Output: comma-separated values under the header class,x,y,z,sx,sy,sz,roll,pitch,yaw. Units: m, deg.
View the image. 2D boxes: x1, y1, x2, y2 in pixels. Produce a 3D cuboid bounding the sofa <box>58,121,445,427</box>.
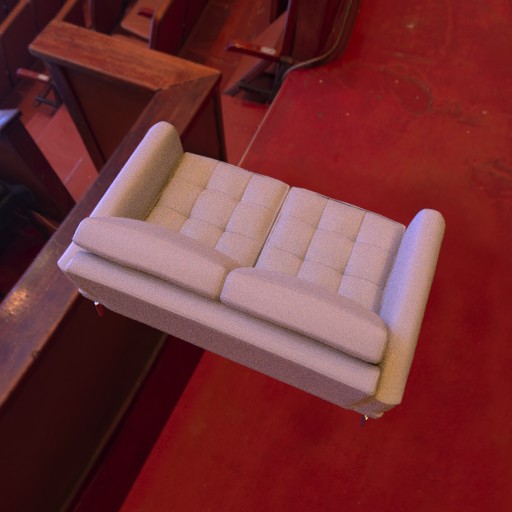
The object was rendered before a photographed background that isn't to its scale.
class,x,y,z,sx,sy,sz,roll,pitch,yaw
sofa,0.000,0.000,2.444,1.819,0.930,1.121,20,65,10
